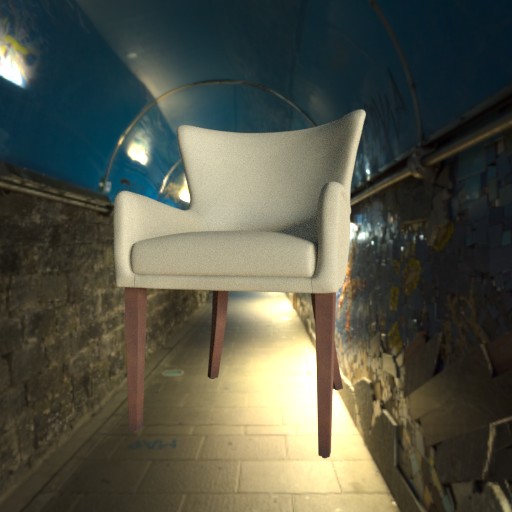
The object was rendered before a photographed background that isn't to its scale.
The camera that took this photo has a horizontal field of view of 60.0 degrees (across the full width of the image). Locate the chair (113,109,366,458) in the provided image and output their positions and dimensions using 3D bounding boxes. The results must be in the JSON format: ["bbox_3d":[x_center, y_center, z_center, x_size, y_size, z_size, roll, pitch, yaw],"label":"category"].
[{"bbox_3d":[0.000,0.000,1.406,0.660,0.952,0.686,0,1,17],"label":"chair"}]
